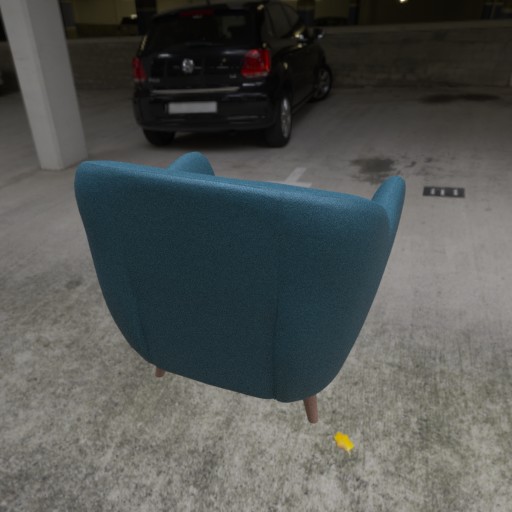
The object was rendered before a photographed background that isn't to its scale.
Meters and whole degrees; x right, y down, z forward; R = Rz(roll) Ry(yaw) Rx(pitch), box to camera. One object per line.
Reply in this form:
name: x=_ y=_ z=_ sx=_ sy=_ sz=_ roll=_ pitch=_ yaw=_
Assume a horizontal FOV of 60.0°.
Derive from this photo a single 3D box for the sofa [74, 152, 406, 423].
sofa: x=0.000 y=0.000 z=1.437 sx=0.836 sy=0.817 sz=0.825 roll=11 pitch=32 yaw=17
